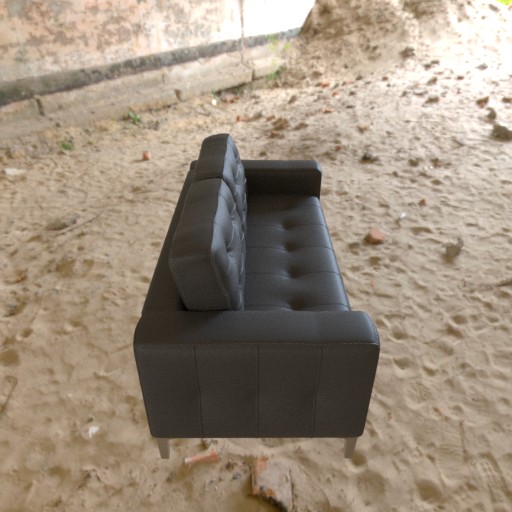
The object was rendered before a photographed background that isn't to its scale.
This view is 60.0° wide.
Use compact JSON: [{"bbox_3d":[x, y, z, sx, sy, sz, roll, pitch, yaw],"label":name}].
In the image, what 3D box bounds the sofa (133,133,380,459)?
[{"bbox_3d":[0.000,0.000,2.241,0.833,0.893,1.726,0,33,0],"label":"sofa"}]
